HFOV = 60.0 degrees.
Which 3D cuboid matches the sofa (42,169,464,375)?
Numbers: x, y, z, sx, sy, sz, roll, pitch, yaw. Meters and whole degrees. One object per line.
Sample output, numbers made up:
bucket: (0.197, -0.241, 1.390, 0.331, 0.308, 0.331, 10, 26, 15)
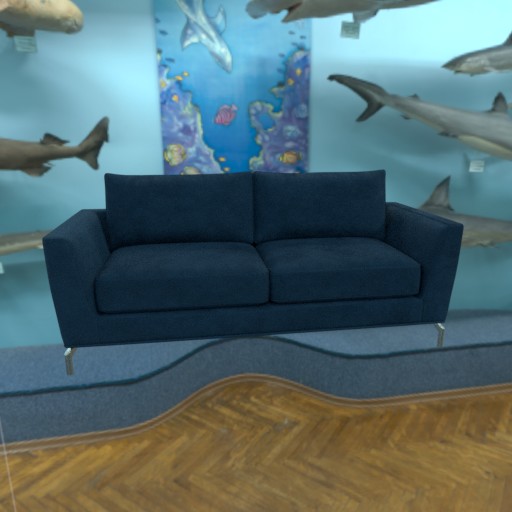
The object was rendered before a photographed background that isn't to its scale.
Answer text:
sofa: (0.000, 0.000, 2.738, 2.212, 0.998, 0.853, -2, 16, -8)
